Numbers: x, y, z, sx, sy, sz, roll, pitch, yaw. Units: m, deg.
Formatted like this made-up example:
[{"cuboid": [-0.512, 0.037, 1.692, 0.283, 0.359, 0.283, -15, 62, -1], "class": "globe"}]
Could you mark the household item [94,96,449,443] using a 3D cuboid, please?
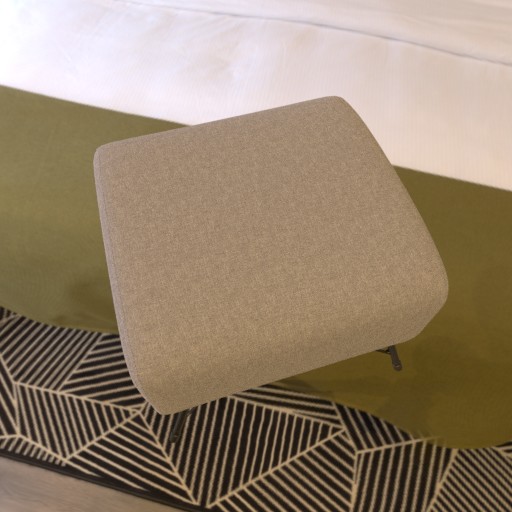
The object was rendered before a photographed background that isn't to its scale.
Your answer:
[{"cuboid": [0.000, 0.000, 0.904, 0.530, 0.410, 0.530, -15, 61, -8], "class": "household item"}]
